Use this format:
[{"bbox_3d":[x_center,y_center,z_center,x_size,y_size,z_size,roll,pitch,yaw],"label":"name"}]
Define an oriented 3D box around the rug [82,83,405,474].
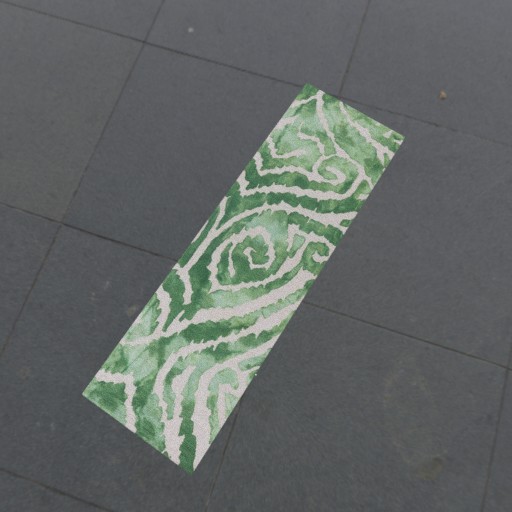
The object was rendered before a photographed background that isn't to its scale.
[{"bbox_3d":[0.000,0.000,2.720,0.761,0.006,2.438,32,77,8],"label":"rug"}]
